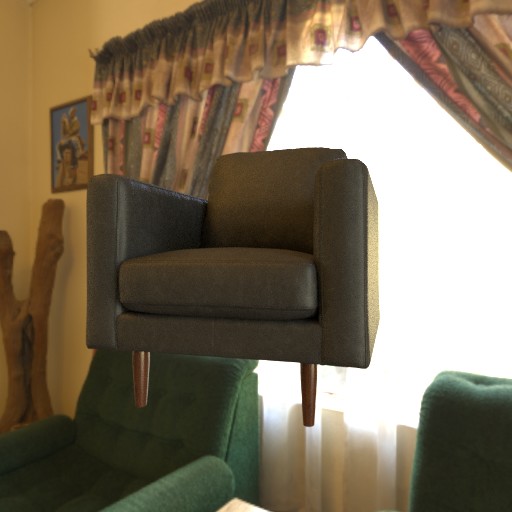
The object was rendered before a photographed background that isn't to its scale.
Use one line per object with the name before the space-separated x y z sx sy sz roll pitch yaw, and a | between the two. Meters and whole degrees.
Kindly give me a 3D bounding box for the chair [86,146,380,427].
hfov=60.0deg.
chair | 0.000 0.000 1.580 0.831 0.898 0.879 0 0 17
